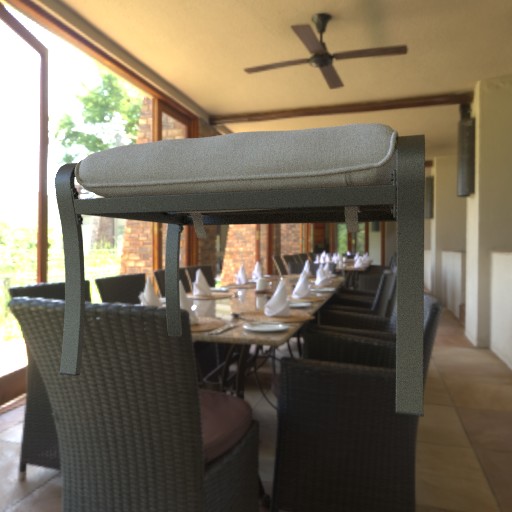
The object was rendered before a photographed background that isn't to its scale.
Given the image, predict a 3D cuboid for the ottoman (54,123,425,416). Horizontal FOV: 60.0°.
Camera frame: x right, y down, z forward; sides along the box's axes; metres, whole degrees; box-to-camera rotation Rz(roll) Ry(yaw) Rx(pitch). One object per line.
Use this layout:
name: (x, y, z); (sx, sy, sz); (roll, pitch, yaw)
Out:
ottoman: (0.000, 0.000, 0.870); (0.610, 0.422, 0.406); (0, 1, 19)
